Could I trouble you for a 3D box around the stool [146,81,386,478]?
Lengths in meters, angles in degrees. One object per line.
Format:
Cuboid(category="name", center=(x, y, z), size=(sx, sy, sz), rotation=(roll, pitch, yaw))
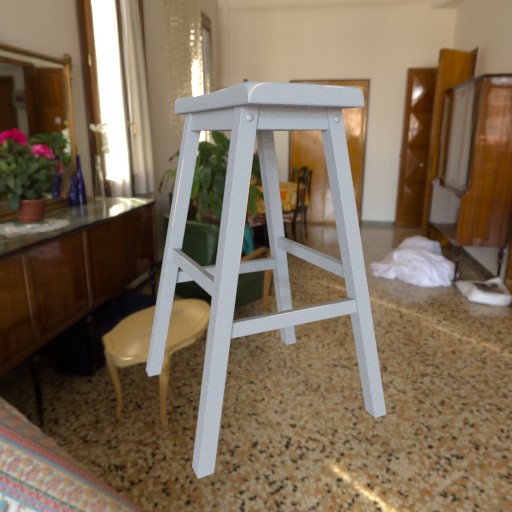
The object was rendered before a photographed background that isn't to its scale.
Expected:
Cuboid(category="stool", center=(0.000, 0.000, 1.069), size=(0.476, 0.737, 0.457), rotation=(-7, 17, -25))
